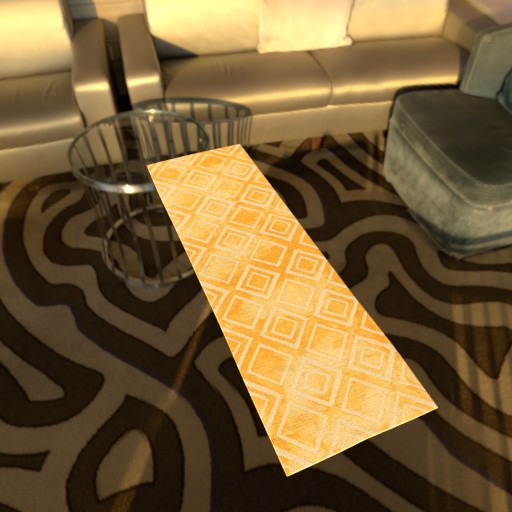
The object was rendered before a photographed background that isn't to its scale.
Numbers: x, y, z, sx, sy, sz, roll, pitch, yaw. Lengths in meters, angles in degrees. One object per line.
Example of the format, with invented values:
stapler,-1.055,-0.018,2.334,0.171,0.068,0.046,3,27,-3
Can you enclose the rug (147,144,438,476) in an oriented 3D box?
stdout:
rug,0.000,0.000,2.705,0.775,0.010,2.438,-17,48,-16
